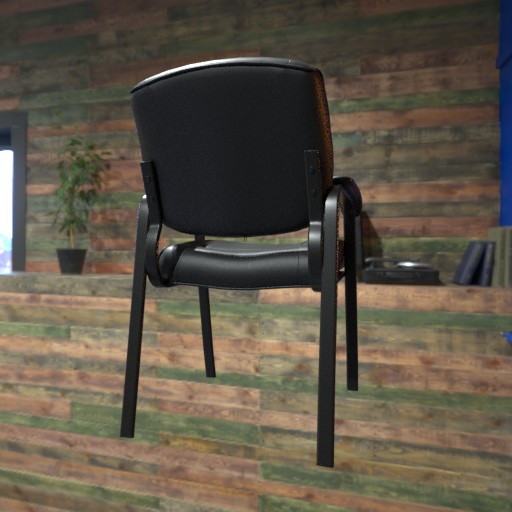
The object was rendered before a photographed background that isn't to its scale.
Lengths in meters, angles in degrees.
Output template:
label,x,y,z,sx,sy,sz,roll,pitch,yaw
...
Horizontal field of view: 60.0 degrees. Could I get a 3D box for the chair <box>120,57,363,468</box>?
label,x,y,z,sx,sy,sz,roll,pitch,yaw
chair,0.000,0.000,1.308,0.591,0.910,0.668,0,1,18
